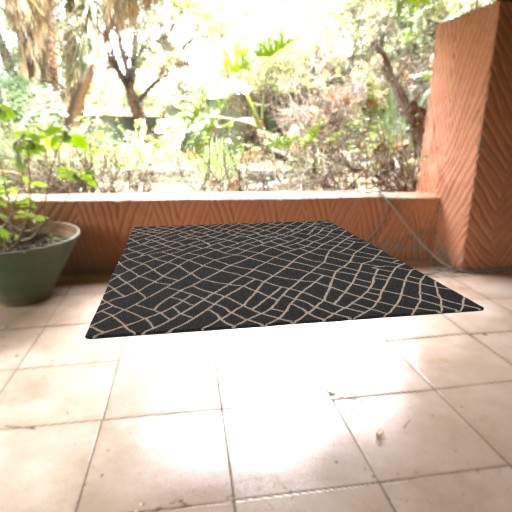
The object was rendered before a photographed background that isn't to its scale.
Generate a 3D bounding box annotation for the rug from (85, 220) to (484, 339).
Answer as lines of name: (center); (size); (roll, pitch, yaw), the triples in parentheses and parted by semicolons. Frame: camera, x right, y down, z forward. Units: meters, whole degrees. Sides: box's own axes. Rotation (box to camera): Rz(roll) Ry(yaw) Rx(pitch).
rug: (0.000, 0.000, 4.060); (2.439, 0.022, 3.047); (-3, 15, -10)
